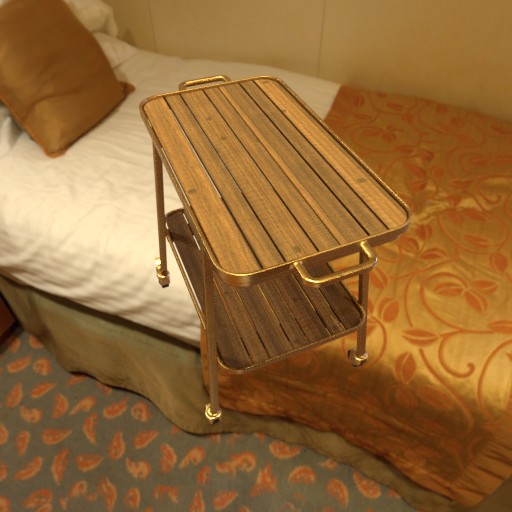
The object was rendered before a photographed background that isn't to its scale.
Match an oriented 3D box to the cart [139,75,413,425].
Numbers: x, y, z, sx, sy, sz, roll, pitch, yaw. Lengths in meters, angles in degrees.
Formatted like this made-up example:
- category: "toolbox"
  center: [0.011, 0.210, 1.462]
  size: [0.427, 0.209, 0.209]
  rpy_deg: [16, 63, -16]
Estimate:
- category: "cart"
  center: [0.000, 0.000, 1.260]
  size: [0.524, 0.700, 0.806]
  rpy_deg: [-17, 49, -15]
